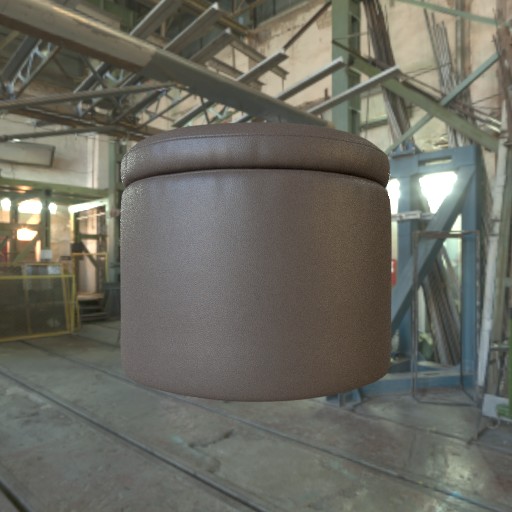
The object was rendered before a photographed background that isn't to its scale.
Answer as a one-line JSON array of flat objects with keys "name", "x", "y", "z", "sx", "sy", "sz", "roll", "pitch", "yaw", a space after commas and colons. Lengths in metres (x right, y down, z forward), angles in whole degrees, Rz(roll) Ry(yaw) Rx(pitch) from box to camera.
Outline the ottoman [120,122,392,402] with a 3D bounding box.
[{"name": "ottoman", "x": 0.000, "y": 0.000, "z": 0.854, "sx": 0.500, "sy": 0.409, "sz": 0.500, "roll": 0, "pitch": -1, "yaw": 0}]
